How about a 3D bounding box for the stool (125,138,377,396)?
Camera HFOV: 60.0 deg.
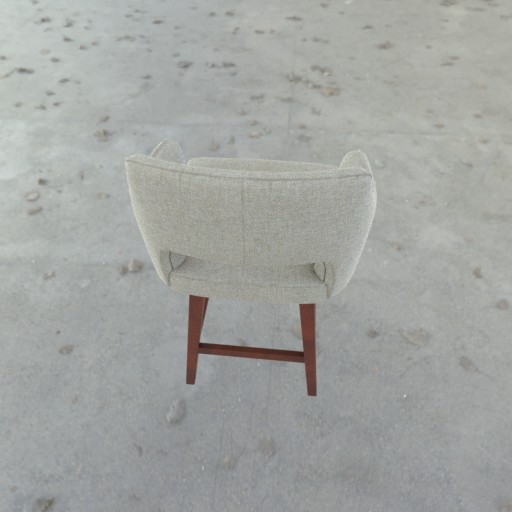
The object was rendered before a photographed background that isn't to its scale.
[{"bbox_3d":[0.000,0.000,1.310,0.599,0.944,0.558,4,46,4],"label":"stool"}]
